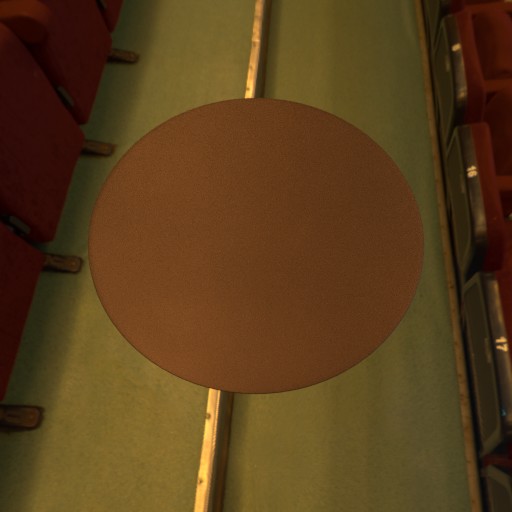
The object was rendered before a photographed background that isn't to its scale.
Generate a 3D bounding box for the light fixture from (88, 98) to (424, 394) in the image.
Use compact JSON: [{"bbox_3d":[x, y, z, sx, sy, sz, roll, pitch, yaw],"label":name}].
[{"bbox_3d":[0.000,0.000,0.434,0.280,0.135,0.280,0,65,0],"label":"light fixture"}]
